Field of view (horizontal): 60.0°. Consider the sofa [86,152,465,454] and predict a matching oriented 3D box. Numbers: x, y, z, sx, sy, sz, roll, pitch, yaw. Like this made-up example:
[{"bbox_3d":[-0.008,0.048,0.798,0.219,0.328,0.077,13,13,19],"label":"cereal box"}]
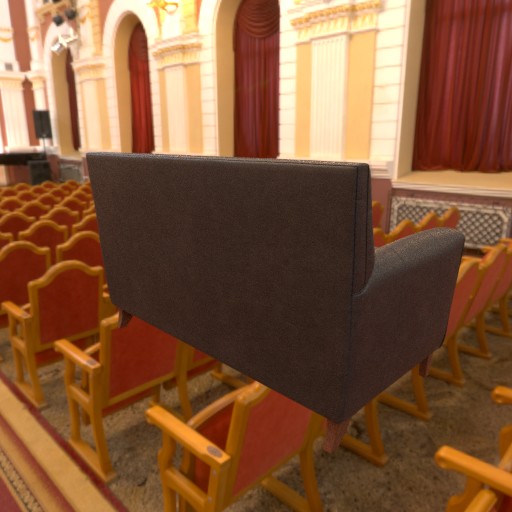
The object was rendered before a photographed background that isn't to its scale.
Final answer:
[{"bbox_3d":[0.000,0.000,1.924,0.787,0.871,1.473,-14,20,-43],"label":"sofa"}]
